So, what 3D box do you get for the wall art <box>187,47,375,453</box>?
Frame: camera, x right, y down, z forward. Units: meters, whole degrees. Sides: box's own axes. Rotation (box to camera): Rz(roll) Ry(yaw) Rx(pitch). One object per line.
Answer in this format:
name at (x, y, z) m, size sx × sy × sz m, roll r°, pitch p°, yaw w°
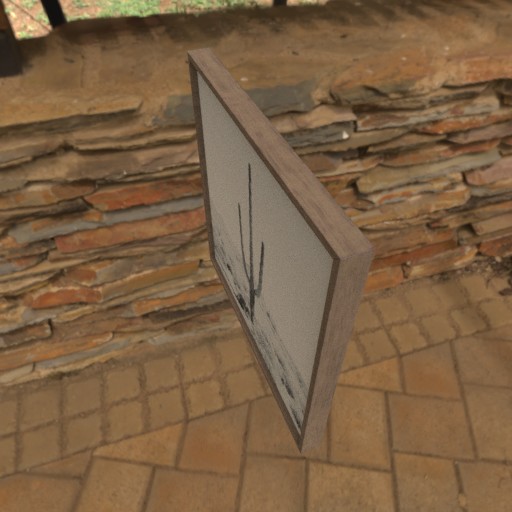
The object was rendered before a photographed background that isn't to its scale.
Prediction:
wall art at (0.000, 0.000, 0.765) m, size 0.038 × 0.508 × 0.508 m, roll -17°, pitch 49°, yaw -15°
